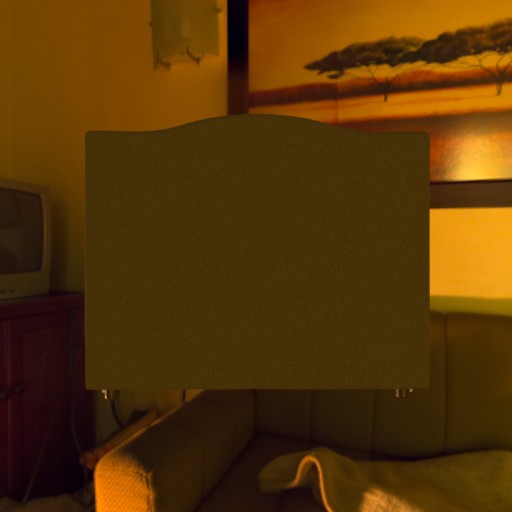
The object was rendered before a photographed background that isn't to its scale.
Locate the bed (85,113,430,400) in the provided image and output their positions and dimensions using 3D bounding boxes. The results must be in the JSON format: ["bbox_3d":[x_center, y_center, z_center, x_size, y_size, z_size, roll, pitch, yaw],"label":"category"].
[{"bbox_3d":[0.000,0.000,3.120,1.666,1.387,2.036,0,0,-1],"label":"bed"}]
